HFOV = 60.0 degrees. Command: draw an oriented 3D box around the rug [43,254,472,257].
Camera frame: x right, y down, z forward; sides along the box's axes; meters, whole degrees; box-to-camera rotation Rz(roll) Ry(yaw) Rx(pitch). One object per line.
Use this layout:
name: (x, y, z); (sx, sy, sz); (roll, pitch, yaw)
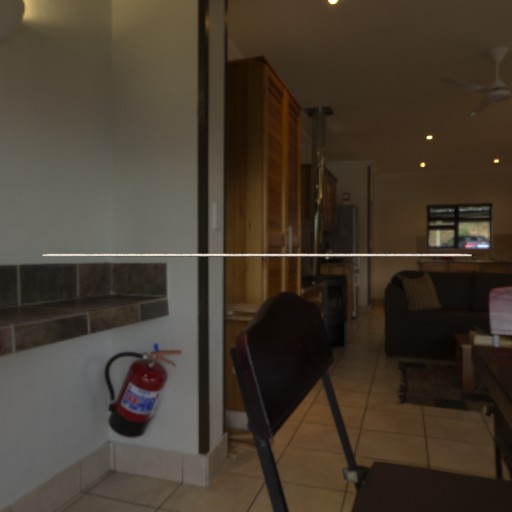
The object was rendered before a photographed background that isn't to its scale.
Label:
rug: (0.000, 0.000, 3.924); (2.363, 0.012, 2.980); (0, 0, 0)
